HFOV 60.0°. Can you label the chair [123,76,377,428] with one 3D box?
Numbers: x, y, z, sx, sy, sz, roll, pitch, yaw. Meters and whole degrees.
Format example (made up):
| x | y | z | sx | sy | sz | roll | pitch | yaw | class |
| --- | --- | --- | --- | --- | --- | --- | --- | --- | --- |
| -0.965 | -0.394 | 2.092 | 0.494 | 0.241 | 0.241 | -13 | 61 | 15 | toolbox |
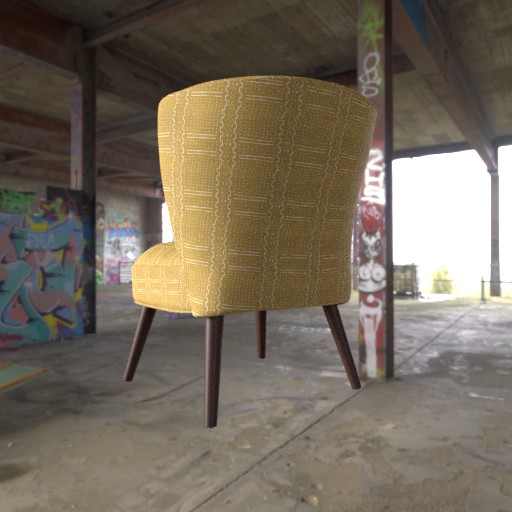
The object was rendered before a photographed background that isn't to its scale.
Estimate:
| x | y | z | sx | sy | sz | roll | pitch | yaw | class |
| --- | --- | --- | --- | --- | --- | --- | --- | --- | --- |
| 0.000 | 0.000 | 1.404 | 0.706 | 0.866 | 0.758 | 0 | 0 | -36 | chair |
